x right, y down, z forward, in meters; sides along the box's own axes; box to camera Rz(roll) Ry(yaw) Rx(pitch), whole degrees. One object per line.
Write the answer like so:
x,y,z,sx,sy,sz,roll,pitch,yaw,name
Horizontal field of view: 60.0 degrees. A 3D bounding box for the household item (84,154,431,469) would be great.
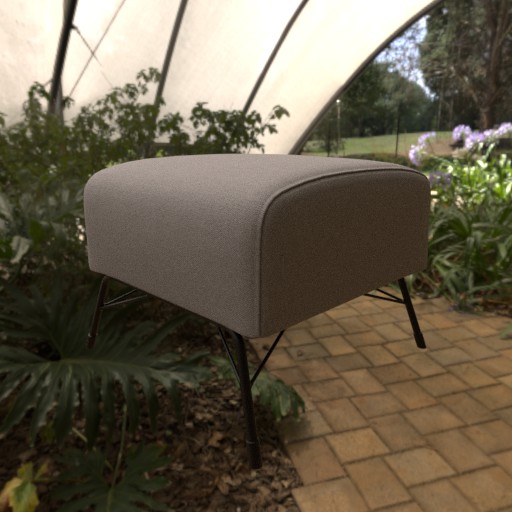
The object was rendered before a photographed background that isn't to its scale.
0.000,0.000,0.914,0.530,0.410,0.530,14,20,43,household item
